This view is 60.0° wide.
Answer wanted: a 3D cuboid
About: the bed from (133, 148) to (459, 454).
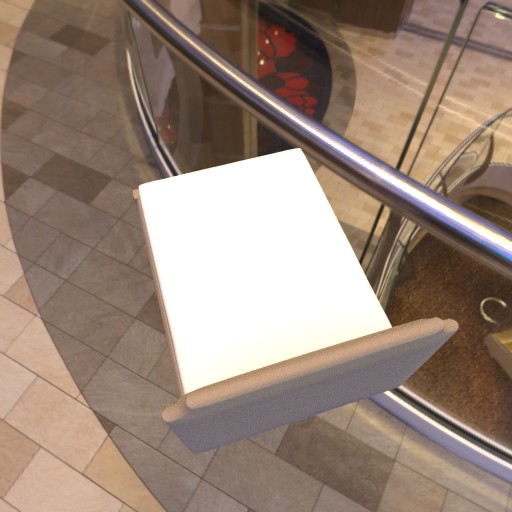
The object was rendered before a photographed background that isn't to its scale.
[{"bbox_3d":[0.000,0.000,3.463,1.713,1.443,2.372,-15,60,-9],"label":"bed"}]
